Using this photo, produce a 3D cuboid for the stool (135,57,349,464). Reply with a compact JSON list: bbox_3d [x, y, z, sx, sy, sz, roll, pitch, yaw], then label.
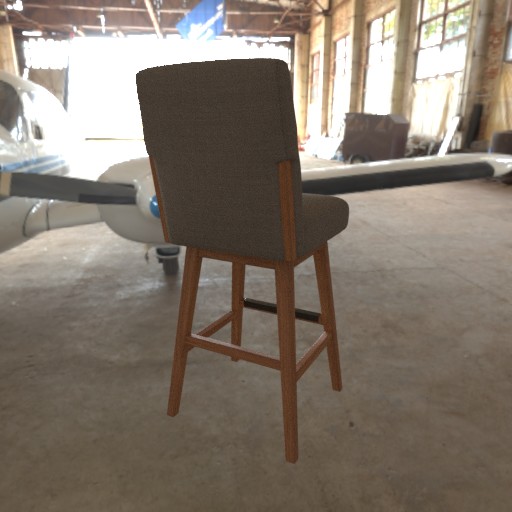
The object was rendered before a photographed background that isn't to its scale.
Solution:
[{"bbox_3d":[0.000,0.000,1.432,0.483,1.112,0.570,9,19,27],"label":"stool"}]
